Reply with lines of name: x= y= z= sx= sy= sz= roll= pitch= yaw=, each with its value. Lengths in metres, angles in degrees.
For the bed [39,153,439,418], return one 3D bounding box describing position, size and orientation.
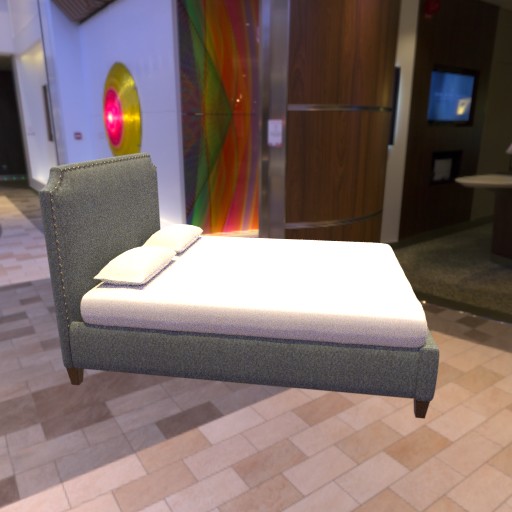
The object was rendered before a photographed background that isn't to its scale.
bed: x=0.000 y=0.000 z=3.383 sx=2.372 sy=1.443 sz=1.712 roll=3 pitch=17 yaw=9
